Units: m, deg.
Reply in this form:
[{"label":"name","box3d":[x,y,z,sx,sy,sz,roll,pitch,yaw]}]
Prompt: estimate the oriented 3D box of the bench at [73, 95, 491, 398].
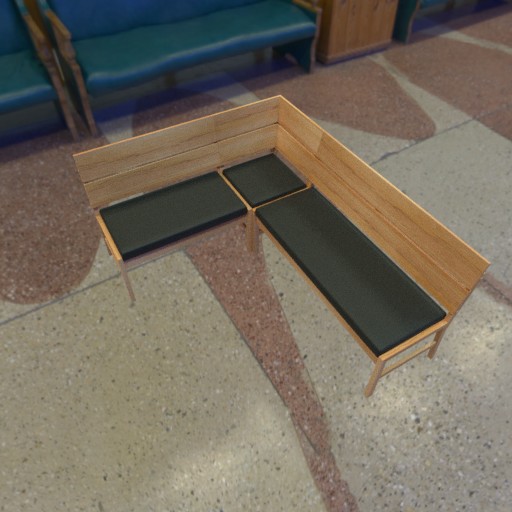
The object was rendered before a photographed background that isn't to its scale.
[{"label":"bench","box3d":[0.000,0.000,2.808,1.548,0.890,1.948,-23,51,-20]}]
